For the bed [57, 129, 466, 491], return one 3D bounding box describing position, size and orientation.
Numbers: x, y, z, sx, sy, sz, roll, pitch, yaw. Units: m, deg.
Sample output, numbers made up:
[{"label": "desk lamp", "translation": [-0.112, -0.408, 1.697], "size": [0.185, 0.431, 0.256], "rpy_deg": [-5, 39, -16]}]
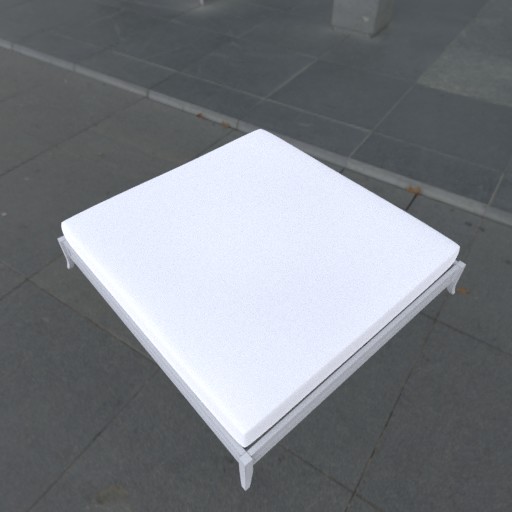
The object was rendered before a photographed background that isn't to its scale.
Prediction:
[{"label": "bed", "translation": [0.000, 0.000, 3.132], "size": [2.007, 0.510, 2.108], "rpy_deg": [-33, 54, -27]}]
